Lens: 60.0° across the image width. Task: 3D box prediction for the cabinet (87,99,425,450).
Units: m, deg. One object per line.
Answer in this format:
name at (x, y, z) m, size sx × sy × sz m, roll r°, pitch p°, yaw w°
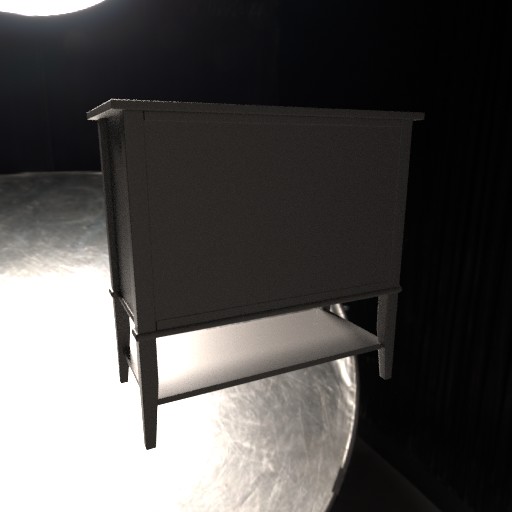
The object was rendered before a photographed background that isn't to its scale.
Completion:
cabinet at (0.000, 0.000, 1.265) m, size 0.801 × 0.780 × 0.396 m, roll -7°, pitch 16°, yaw -26°
